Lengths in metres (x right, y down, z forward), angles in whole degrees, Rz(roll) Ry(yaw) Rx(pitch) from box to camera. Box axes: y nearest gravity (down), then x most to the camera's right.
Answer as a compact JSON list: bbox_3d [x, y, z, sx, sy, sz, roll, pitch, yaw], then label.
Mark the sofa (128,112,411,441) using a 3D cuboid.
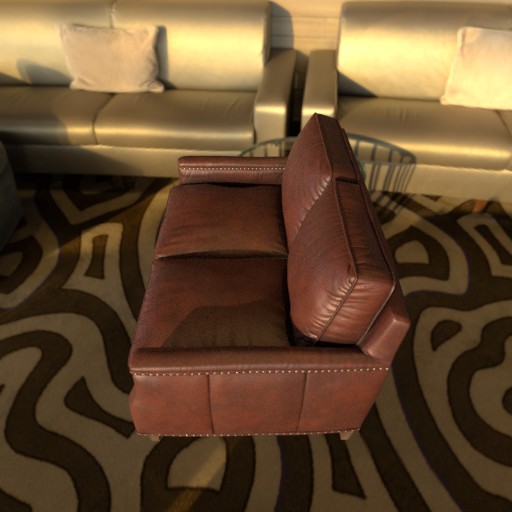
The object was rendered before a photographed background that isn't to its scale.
[{"bbox_3d":[0.000,0.000,2.306,1.083,1.003,1.628,0,42,0],"label":"sofa"}]
